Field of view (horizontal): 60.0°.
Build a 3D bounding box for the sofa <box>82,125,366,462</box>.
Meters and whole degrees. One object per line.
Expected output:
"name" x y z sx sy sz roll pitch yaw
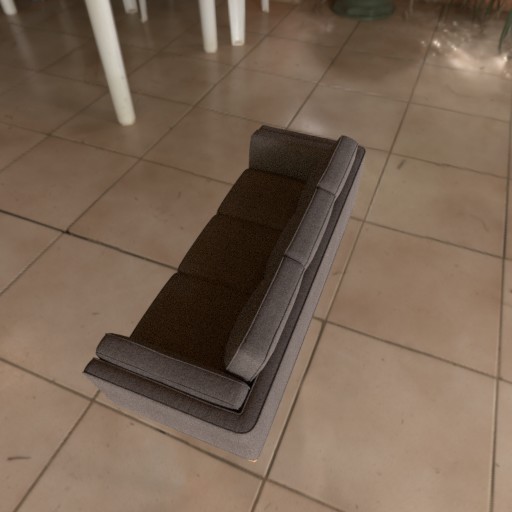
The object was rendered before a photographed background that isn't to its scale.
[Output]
"sofa" 0.000 0.000 2.889 0.903 0.899 2.362 16 49 15
